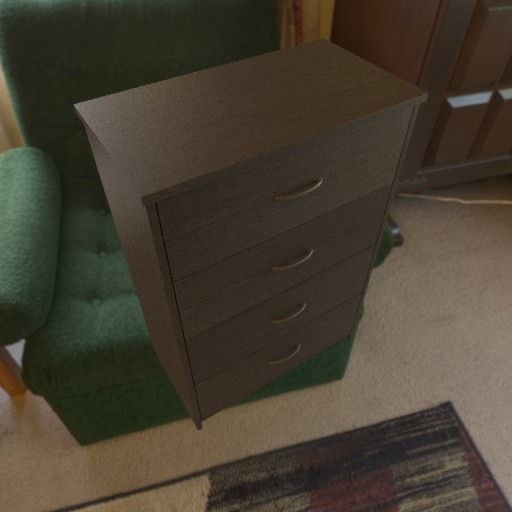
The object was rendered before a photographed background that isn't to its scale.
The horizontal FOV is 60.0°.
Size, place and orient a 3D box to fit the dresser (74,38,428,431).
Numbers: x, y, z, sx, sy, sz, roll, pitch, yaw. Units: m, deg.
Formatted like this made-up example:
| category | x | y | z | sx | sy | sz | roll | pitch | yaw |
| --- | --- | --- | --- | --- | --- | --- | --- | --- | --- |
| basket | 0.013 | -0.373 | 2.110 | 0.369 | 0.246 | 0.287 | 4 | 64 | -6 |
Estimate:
| category | x | y | z | sx | sy | sz | roll | pitch | yaw |
| --- | --- | --- | --- | --- | --- | --- | --- | --- | --- |
| dresser | 0.000 | 0.000 | 1.366 | 0.704 | 1.020 | 0.399 | -25 | 51 | -22 |
